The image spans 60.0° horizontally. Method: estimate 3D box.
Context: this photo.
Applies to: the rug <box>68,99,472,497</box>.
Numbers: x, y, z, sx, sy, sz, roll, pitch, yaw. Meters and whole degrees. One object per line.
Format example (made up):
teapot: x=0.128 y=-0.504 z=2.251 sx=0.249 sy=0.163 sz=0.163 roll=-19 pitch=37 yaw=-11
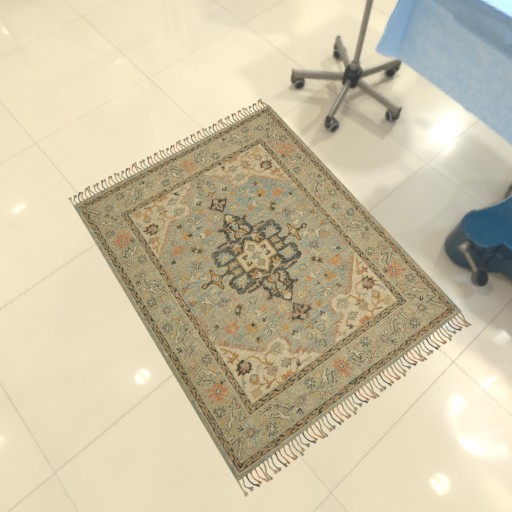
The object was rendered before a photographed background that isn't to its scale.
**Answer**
rug: x=0.000 y=0.000 z=2.228 sx=1.278 sy=0.009 sz=1.730 roll=-32 pitch=68 yaw=-14
